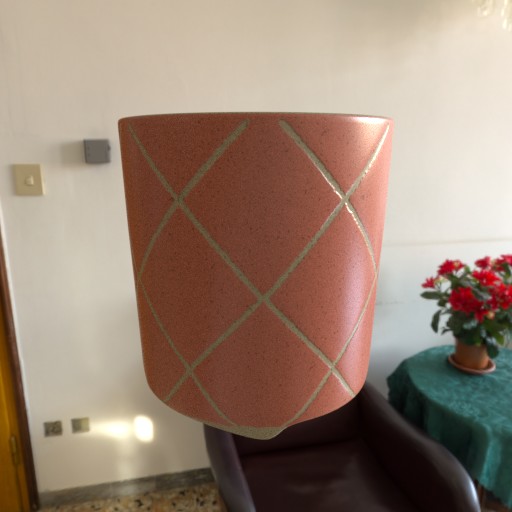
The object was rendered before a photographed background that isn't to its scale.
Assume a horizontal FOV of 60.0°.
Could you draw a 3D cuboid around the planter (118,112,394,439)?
[{"bbox_3d":[0.000,0.000,0.343,0.191,0.200,0.191,0,14,0],"label":"planter"}]
